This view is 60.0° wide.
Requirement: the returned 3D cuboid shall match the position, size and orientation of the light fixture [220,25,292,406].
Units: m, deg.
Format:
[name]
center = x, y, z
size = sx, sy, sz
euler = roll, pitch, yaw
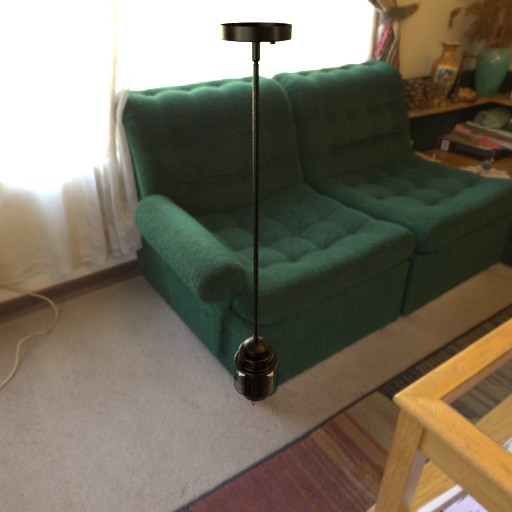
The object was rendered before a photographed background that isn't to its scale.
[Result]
[light fixture]
center = 0.000, 0.000, 0.991
size = 0.123, 0.920, 0.123
euler = 22, 38, 32
